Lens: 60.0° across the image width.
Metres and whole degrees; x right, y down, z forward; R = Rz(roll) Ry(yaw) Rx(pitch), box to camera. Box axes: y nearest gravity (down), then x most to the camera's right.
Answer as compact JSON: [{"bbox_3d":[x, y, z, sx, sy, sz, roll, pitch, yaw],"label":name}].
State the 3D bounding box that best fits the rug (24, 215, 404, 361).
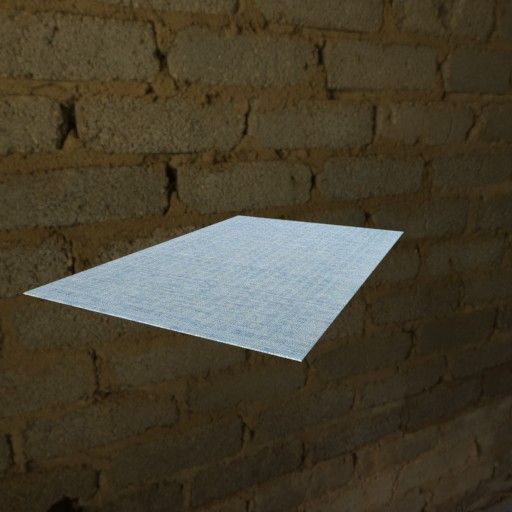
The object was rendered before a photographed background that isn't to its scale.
[{"bbox_3d":[0.000,0.000,2.925,1.522,0.006,2.286,8,18,25],"label":"rug"}]
